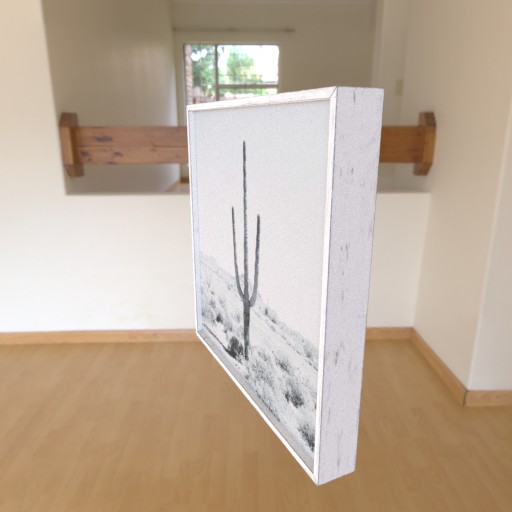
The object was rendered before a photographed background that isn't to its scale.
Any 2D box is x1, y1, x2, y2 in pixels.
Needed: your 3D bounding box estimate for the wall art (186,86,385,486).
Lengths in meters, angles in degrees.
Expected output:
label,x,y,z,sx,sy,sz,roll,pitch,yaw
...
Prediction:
label,x,y,z,sx,sy,sz,roll,pitch,yaw
wall art,0.000,0.000,0.456,0.038,0.305,0.305,-8,18,-25
